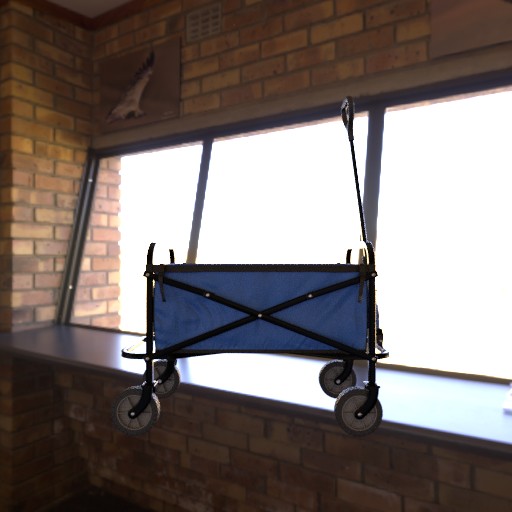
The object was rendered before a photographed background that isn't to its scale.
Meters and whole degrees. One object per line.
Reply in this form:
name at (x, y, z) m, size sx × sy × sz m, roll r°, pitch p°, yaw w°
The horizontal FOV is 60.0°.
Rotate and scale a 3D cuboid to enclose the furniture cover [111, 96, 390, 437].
furniture cover at (0.000, 0.000, 1.823) m, size 1.038 × 1.295 × 0.532 m, roll 0°, pitch 0°, yaw 0°
